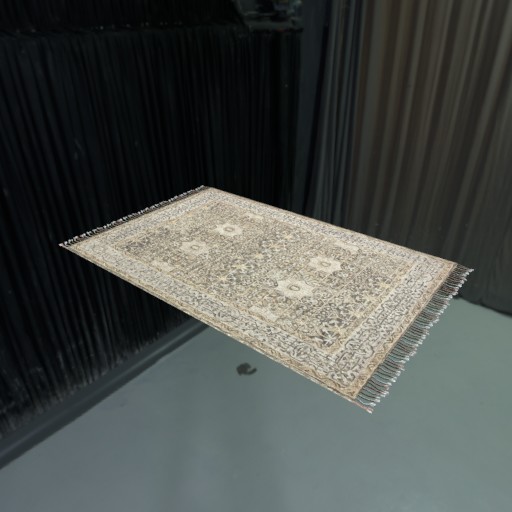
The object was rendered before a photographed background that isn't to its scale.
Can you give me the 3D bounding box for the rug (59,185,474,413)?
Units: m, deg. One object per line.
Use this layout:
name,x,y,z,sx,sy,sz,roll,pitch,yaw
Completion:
rug,0.000,0.000,2.517,2.029,0.010,1.237,21,36,32
